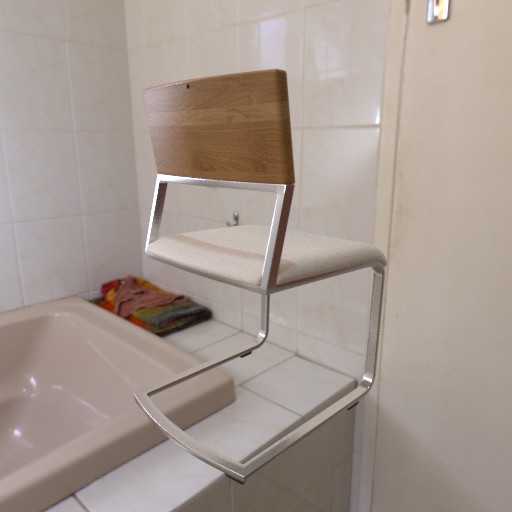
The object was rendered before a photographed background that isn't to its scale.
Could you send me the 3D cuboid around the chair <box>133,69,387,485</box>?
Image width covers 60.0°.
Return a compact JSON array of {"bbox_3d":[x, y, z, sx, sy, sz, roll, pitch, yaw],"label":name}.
[{"bbox_3d":[0.000,0.000,1.180,0.585,0.844,0.467,-14,20,-43],"label":"chair"}]
